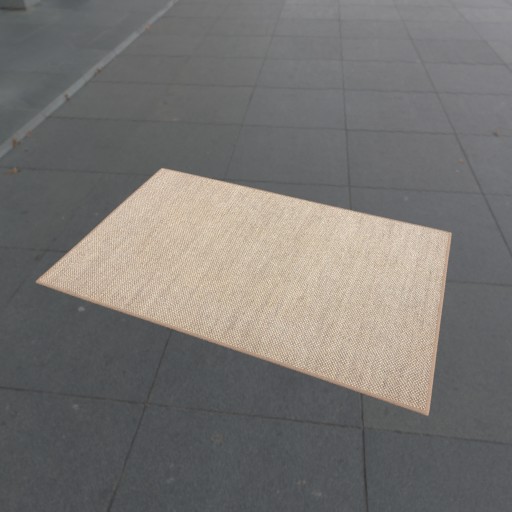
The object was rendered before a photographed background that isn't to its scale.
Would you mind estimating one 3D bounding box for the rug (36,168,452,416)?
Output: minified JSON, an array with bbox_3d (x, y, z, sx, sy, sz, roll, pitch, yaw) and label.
[{"bbox_3d":[0.000,0.000,2.071,1.668,0.012,1.061,15,43,17],"label":"rug"}]
